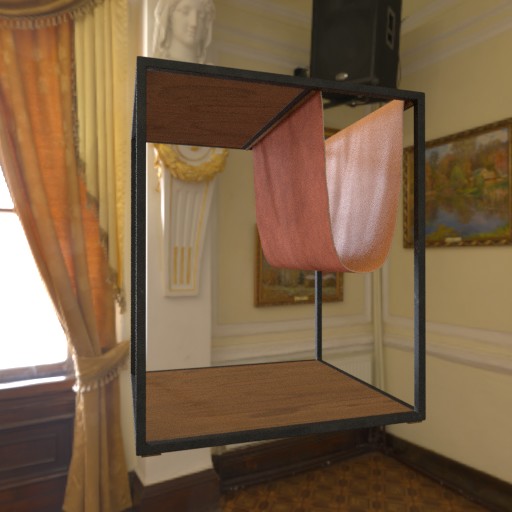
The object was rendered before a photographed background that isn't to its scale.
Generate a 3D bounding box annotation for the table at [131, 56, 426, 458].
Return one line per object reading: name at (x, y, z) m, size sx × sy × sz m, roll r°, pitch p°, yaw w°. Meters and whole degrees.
table at (0.000, 0.000, 0.840) m, size 0.450 × 0.536 × 0.399 m, roll 0°, pitch 0°, yaw -17°
